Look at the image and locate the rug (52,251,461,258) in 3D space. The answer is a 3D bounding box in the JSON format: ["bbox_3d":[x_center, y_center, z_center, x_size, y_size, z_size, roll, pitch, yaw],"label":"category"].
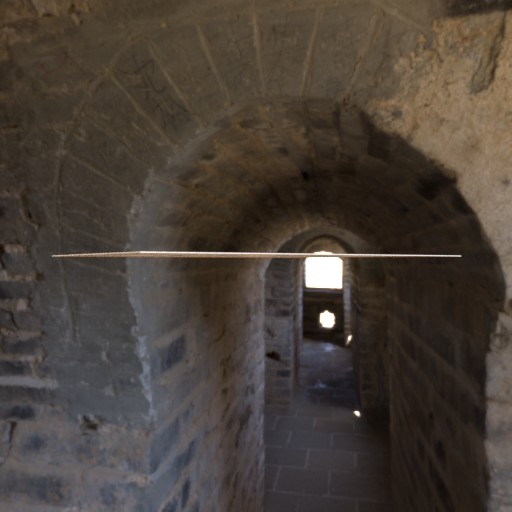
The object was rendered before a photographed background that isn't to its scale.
[{"bbox_3d":[0.000,0.000,2.975,2.227,0.008,1.611,0,-1,-35],"label":"rug"}]
